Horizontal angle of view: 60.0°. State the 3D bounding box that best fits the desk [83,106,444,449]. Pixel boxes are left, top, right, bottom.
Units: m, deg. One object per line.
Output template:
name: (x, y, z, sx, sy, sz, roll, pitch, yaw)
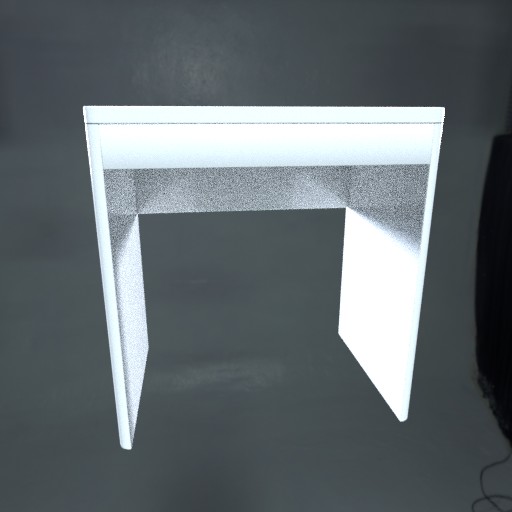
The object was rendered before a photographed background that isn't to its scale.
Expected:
desk: (0.000, 0.000, 1.272, 0.762, 0.800, 0.549, -3, 18, -8)
